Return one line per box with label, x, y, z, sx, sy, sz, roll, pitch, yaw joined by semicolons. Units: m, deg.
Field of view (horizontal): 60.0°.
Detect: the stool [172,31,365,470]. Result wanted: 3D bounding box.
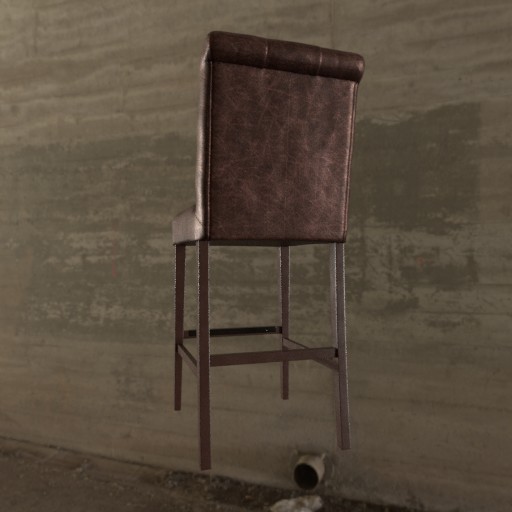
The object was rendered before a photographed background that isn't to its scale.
stool;0.000;0.000;1.487;0.483;1.168;0.659;0;-1;-18
